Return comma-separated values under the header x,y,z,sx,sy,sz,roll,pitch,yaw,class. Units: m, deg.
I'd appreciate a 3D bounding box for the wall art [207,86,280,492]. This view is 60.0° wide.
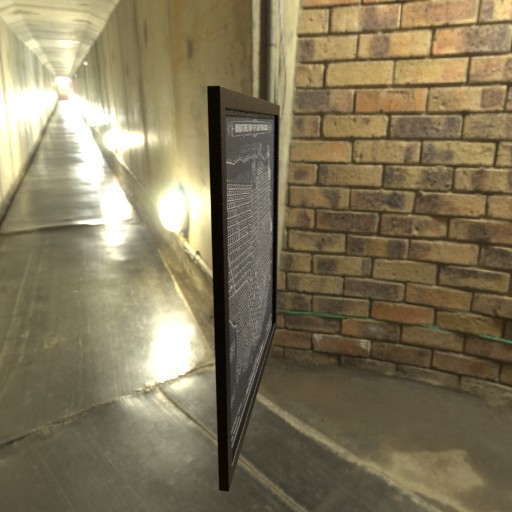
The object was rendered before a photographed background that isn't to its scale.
x,y,z,sx,sy,sz,roll,pitch,yaw,class
0.000,0.000,0.685,0.012,0.458,0.457,3,17,9,wall art
